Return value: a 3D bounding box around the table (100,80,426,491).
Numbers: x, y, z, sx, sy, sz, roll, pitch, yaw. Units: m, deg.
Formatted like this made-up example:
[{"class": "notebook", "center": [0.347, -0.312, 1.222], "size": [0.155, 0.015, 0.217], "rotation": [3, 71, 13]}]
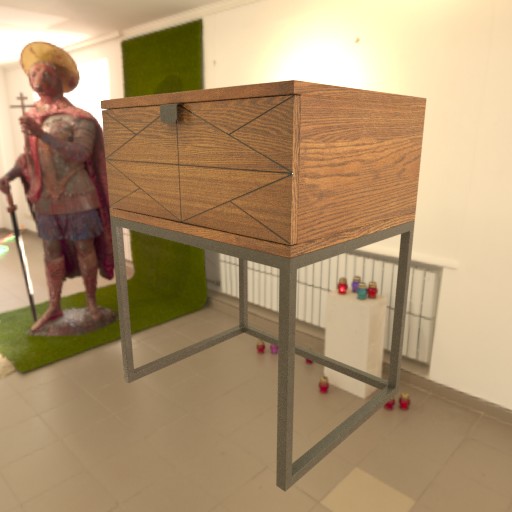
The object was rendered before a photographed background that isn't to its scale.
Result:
[{"class": "table", "center": [0.000, 0.000, 0.911], "size": [0.482, 0.610, 0.400], "rotation": [14, 21, 42]}]
